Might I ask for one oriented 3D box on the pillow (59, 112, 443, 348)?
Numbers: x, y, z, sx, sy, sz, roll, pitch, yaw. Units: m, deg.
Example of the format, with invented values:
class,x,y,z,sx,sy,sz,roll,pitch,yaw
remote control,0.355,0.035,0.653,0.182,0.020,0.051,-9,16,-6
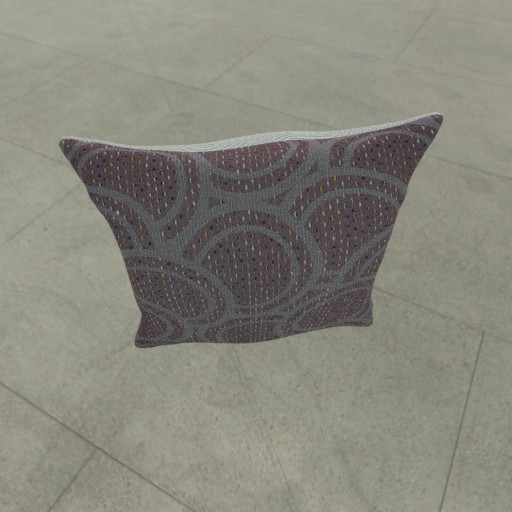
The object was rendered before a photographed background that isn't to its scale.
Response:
class,x,y,z,sx,sy,sz,roll,pitch,yaw
pillow,0.000,0.000,0.774,0.514,0.513,0.163,-5,48,-4
